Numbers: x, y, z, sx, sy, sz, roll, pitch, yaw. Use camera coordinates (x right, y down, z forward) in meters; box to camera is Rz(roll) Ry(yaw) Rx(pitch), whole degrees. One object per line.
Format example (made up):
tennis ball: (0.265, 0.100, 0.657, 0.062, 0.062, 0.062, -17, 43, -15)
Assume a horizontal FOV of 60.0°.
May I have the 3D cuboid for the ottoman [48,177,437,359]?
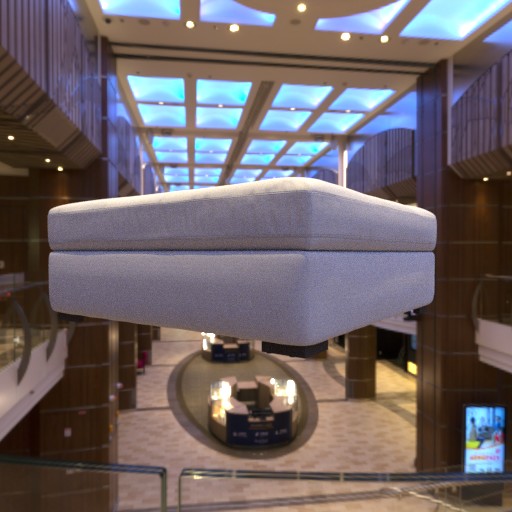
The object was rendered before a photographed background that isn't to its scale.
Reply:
ottoman: (0.000, 0.000, 1.793, 1.163, 0.482, 1.167, 0, 1, 36)
